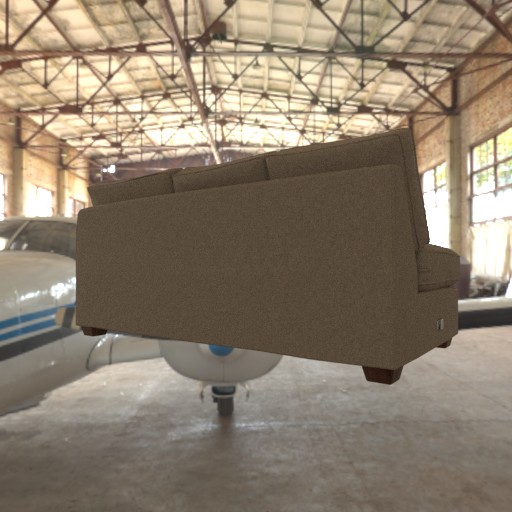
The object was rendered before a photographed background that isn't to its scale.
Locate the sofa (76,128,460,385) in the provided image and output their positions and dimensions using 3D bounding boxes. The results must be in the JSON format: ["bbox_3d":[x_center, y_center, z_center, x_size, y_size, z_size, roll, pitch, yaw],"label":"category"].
[{"bbox_3d":[0.000,0.000,2.493,1.963,0.946,1.034,-1,-1,36],"label":"sofa"}]
